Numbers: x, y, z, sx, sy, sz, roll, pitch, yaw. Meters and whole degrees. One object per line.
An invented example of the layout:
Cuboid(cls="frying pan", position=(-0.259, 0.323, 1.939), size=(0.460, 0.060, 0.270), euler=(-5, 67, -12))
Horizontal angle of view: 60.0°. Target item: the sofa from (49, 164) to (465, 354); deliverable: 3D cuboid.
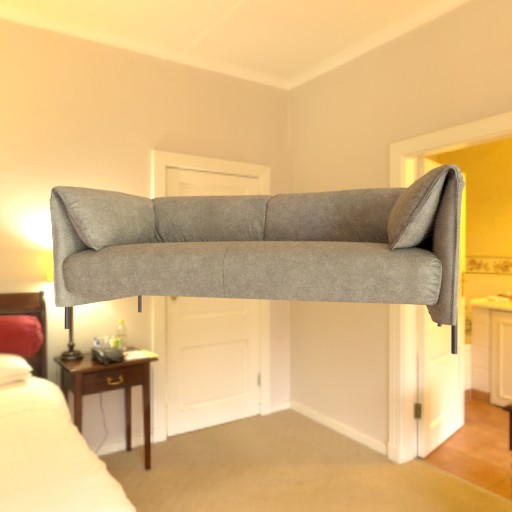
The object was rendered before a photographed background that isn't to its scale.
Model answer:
Cuboid(cls="sofa", position=(0.000, 0.000, 2.299), size=(1.878, 0.747, 0.905), euler=(0, 0, 18))
